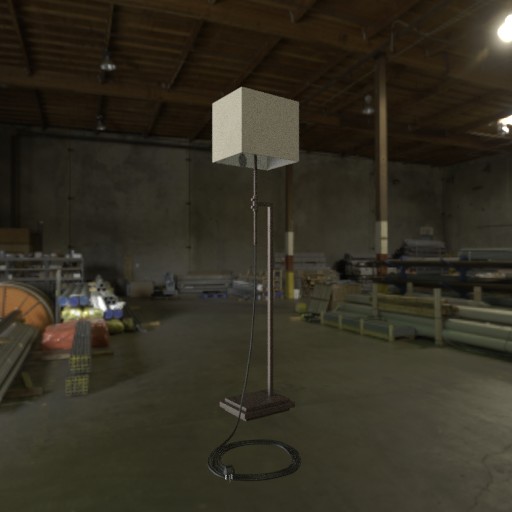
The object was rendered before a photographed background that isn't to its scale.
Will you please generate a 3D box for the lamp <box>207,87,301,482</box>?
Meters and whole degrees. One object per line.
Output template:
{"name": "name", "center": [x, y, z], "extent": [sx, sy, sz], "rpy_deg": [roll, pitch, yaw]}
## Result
{"name": "lamp", "center": [0.000, 0.000, 2.002], "extent": [0.698, 1.600, 0.774], "rpy_deg": [0, -1, -35]}
